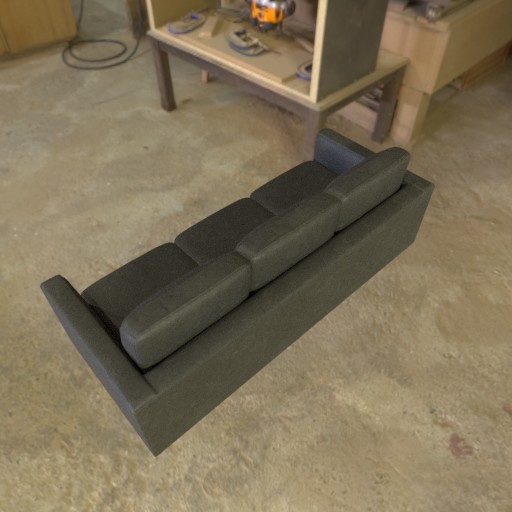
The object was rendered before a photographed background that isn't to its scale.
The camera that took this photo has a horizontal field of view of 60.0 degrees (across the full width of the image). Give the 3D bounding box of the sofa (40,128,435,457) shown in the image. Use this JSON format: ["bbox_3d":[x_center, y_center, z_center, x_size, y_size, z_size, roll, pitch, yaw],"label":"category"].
[{"bbox_3d":[0.000,0.000,2.497,2.029,0.899,0.879,-34,56,-27],"label":"sofa"}]
